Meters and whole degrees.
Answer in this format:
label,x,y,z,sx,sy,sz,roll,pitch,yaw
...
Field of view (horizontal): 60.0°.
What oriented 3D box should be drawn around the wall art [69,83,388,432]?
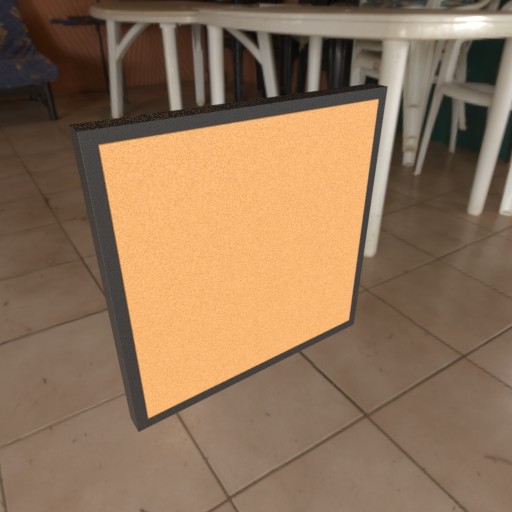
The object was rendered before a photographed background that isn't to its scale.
label,x,y,z,sx,sy,sz,roll,pitch,yaw
wall art,0.000,0.000,0.757,0.506,0.506,0.037,-19,35,-29
